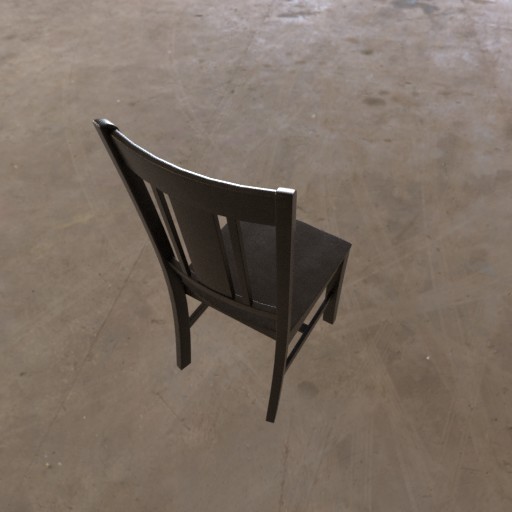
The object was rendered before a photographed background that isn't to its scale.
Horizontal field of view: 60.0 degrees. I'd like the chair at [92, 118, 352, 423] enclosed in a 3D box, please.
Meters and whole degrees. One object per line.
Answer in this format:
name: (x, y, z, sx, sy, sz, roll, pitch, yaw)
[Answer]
chair: (0.000, 0.000, 1.308, 0.450, 0.998, 0.555, 24, 51, 21)
